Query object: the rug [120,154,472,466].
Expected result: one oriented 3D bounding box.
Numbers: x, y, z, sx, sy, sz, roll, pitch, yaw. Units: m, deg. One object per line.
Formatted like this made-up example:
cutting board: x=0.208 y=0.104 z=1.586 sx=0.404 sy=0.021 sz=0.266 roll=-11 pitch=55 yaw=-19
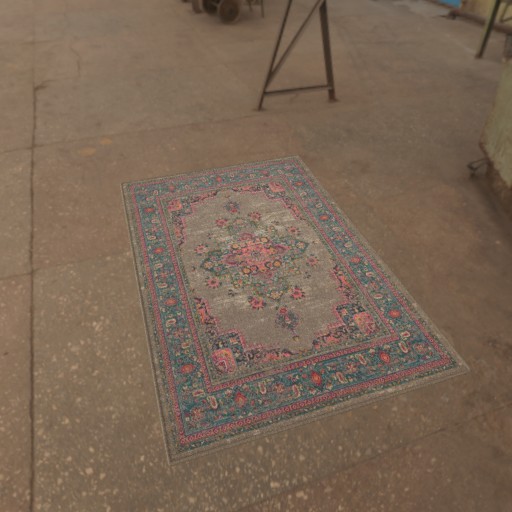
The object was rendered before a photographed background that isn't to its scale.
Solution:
rug: x=0.000 y=0.000 z=2.149 sx=1.144 sy=0.014 sz=1.748 roll=-12 pitch=43 yaw=-13
